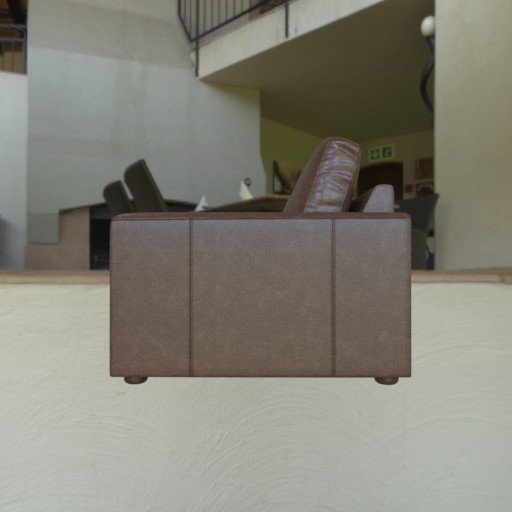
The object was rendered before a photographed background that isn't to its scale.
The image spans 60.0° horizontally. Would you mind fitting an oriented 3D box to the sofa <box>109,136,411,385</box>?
[{"bbox_3d":[0.000,0.000,2.226,1.016,0.873,1.616,0,0,0],"label":"sofa"}]
